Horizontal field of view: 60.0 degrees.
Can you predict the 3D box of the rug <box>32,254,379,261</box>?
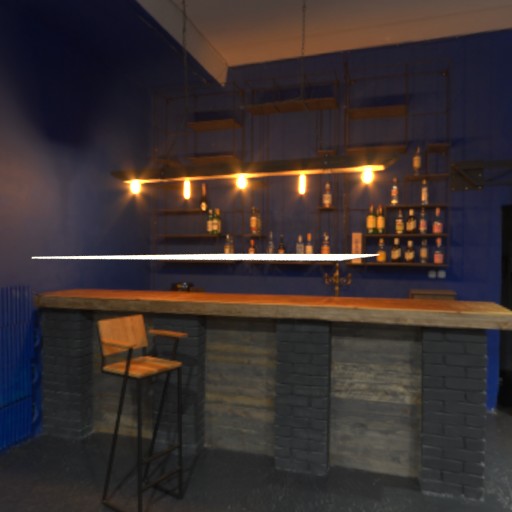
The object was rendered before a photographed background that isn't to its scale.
[{"bbox_3d":[0.000,0.000,3.080,1.529,0.009,2.446,0,1,19],"label":"rug"}]
